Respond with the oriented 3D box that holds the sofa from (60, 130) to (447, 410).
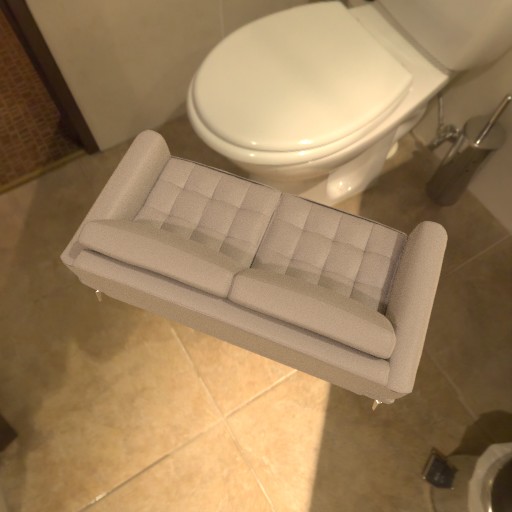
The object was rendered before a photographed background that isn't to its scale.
[{"bbox_3d":[0.000,0.000,2.812,2.177,0.930,1.121,20,67,9],"label":"sofa"}]
